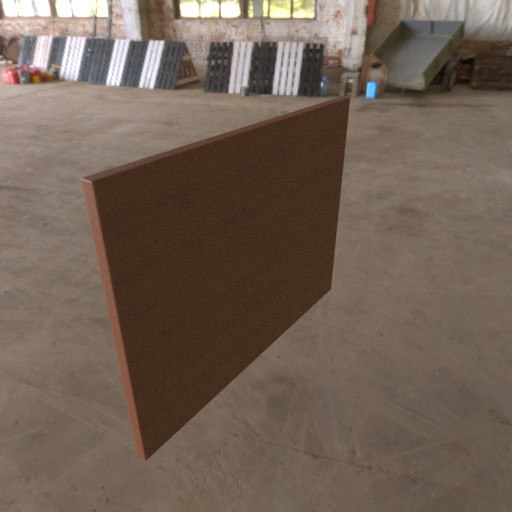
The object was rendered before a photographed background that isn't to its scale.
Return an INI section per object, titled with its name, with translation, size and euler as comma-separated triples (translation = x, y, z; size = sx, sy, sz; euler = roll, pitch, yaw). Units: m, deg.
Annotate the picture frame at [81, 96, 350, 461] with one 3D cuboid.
[picture frame]
translation = 0.000, 0.000, 1.755
size = 0.045, 1.018, 1.329
euler = 20, 35, 31
